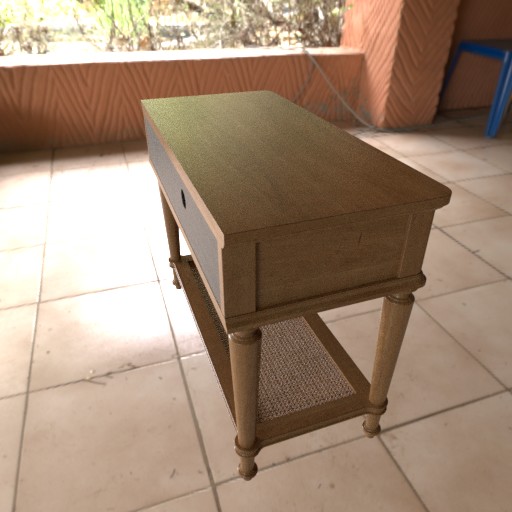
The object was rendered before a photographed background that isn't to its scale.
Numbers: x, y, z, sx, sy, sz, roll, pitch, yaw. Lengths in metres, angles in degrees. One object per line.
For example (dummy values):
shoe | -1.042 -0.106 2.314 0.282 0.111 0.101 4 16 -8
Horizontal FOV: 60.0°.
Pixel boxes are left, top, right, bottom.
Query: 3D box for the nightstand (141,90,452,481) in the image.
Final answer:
nightstand | 0.000 0.000 1.263 0.432 0.700 0.914 -11 34 -17
